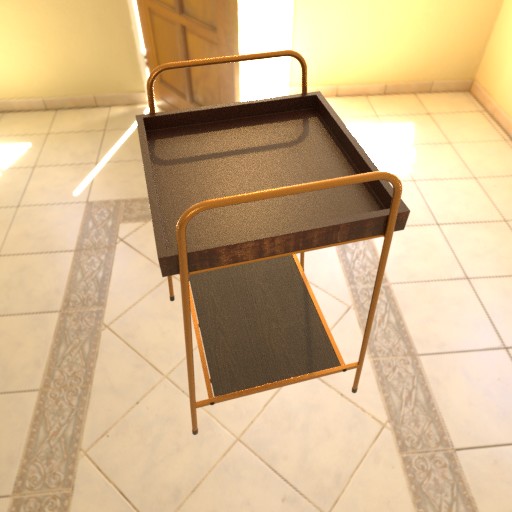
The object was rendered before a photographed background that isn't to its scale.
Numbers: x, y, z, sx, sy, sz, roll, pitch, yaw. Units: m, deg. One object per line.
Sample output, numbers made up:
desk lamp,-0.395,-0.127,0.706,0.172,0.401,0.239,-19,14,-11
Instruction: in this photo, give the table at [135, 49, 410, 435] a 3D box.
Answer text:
table,0.000,0.000,0.987,0.430,0.710,0.430,-11,48,-10
